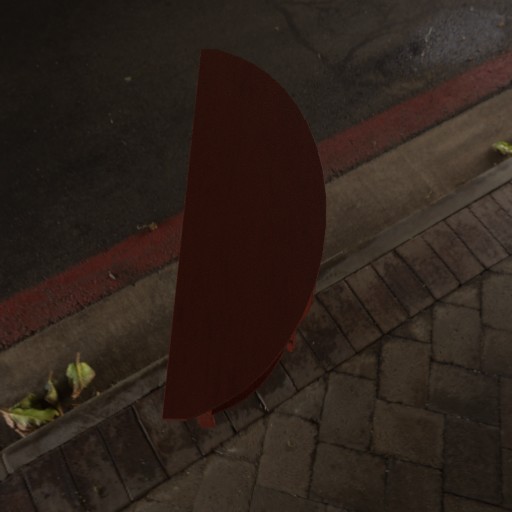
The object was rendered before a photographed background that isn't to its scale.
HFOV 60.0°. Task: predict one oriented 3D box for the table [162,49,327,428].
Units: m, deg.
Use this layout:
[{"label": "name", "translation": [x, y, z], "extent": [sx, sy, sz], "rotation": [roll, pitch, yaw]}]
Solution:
[{"label": "table", "translation": [0.000, 0.000, 1.620], "extent": [0.405, 0.779, 1.219], "rotation": [1, 64, 0]}]
